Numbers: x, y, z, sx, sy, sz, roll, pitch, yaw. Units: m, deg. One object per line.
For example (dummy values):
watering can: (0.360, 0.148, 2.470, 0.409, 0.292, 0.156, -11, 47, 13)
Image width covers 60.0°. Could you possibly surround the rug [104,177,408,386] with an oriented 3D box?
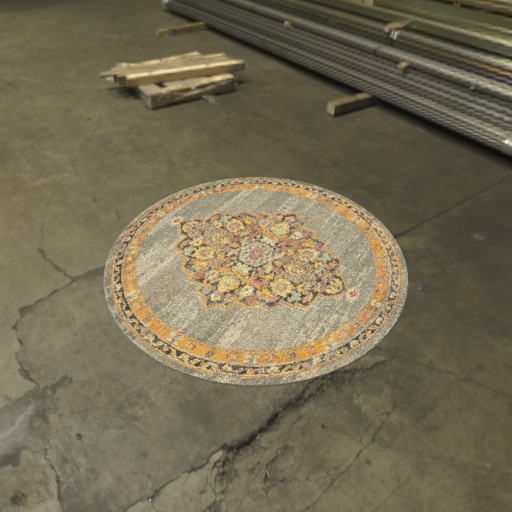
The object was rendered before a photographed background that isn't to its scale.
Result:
rug: (0.000, 0.000, 2.399, 1.598, 0.010, 1.598, 0, 42, 0)
